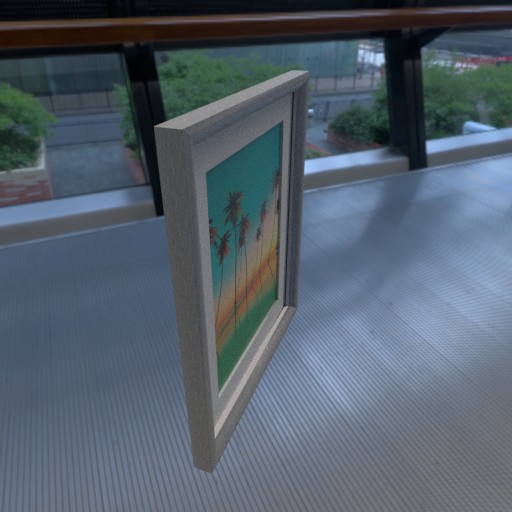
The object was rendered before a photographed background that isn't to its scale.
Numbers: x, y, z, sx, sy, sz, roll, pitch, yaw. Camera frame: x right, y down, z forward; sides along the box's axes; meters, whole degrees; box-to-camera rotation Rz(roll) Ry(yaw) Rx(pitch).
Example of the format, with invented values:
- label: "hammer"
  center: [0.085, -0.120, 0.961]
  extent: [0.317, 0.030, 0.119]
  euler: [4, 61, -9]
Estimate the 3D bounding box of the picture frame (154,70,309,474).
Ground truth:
- label: "picture frame"
  center: [0.000, 0.000, 0.535]
  extent: [0.027, 0.378, 0.327]
  euler: [11, 31, 18]
